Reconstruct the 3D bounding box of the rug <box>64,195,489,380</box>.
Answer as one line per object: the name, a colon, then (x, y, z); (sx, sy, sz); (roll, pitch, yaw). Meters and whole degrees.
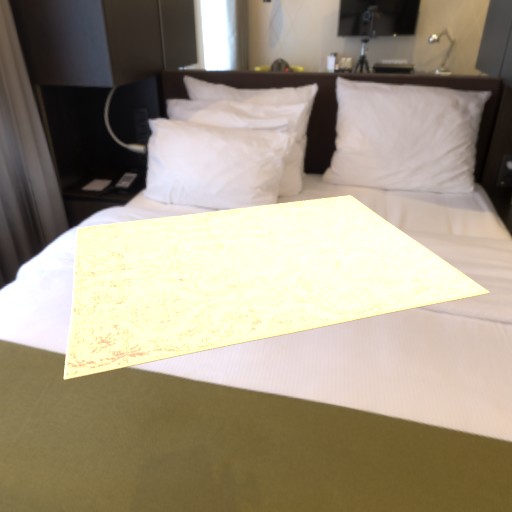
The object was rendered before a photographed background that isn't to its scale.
rug: (0.000, 0.000, 2.826); (2.202, 0.014, 1.598); (-9, 29, -15)
